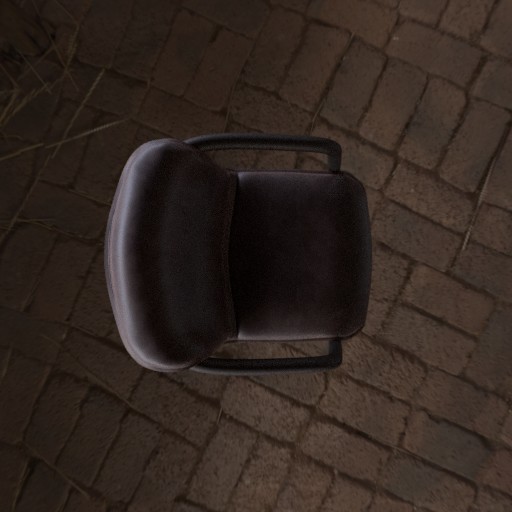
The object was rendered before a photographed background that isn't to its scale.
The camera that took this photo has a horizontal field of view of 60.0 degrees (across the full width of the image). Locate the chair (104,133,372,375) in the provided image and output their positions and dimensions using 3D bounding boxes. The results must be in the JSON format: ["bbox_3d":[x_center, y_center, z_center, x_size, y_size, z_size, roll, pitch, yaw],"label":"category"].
[{"bbox_3d":[0.000,0.000,1.284,0.664,0.836,0.536,0,89,0],"label":"chair"}]
